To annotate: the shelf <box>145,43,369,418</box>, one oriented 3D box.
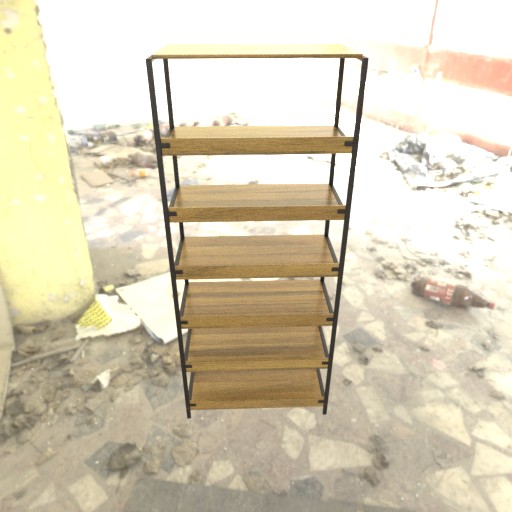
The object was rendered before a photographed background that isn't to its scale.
[{"bbox_3d":[0.000,0.000,2.367,0.847,2.015,0.431,-1,31,-2],"label":"shelf"}]
